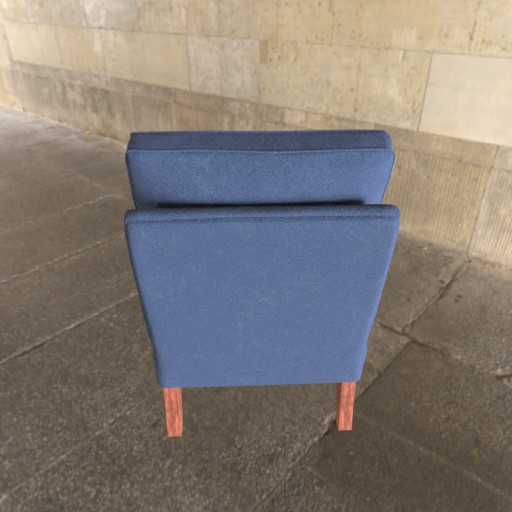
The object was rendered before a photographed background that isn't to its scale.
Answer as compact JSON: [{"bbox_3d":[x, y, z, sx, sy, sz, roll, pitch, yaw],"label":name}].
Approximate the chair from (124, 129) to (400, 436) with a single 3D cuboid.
[{"bbox_3d":[0.000,0.000,1.654,0.724,1.052,0.912,-1,30,-2],"label":"chair"}]
